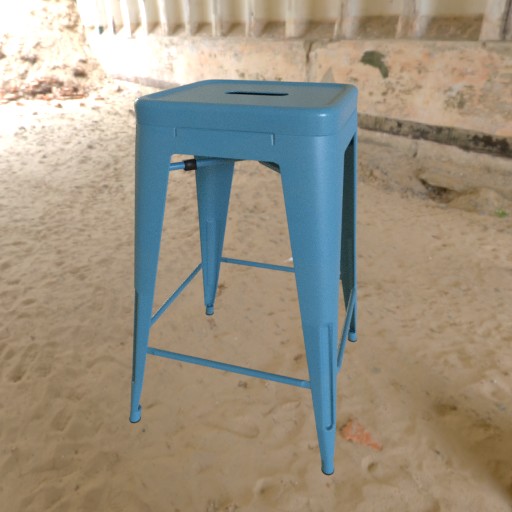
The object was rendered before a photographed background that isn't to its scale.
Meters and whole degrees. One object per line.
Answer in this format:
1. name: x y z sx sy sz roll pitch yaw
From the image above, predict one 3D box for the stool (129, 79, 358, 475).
1. stool: 0.000 0.000 0.862 0.410 0.608 0.410 8 28 15
